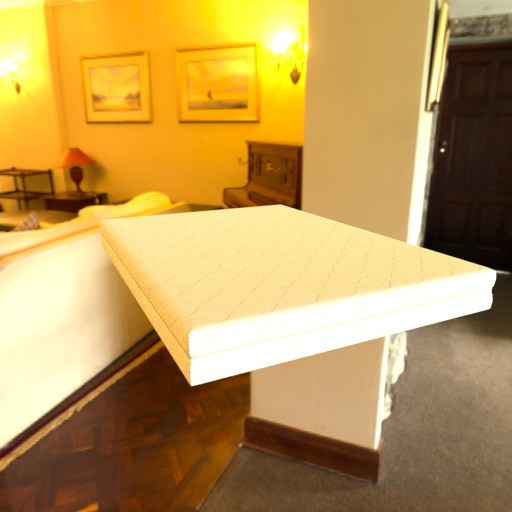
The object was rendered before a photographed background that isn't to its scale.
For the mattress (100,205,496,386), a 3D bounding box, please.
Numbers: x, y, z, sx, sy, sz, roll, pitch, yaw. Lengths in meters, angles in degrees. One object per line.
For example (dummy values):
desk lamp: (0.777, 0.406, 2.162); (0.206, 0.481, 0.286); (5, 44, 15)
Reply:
mattress: (0.000, 0.000, 2.465); (1.400, 0.200, 1.900); (-8, 18, -25)
